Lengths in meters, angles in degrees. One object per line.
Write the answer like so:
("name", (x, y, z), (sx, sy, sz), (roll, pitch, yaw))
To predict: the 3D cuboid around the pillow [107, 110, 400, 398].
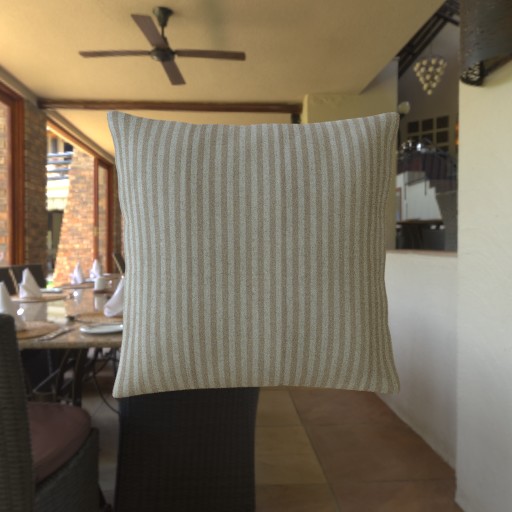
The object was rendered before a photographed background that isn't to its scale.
("pillow", (0.000, 0.000, 0.793), (0.523, 0.510, 0.166), (0, 1, -1))
